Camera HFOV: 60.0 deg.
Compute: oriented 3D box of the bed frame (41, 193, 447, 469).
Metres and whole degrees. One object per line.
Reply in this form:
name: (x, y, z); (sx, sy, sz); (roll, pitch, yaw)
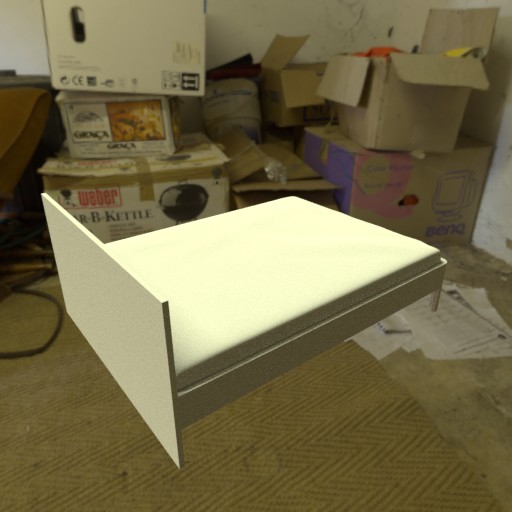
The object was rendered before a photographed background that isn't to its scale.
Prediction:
bed frame: (0.000, 0.000, 2.714); (1.950, 0.800, 1.490); (-19, 31, -34)
